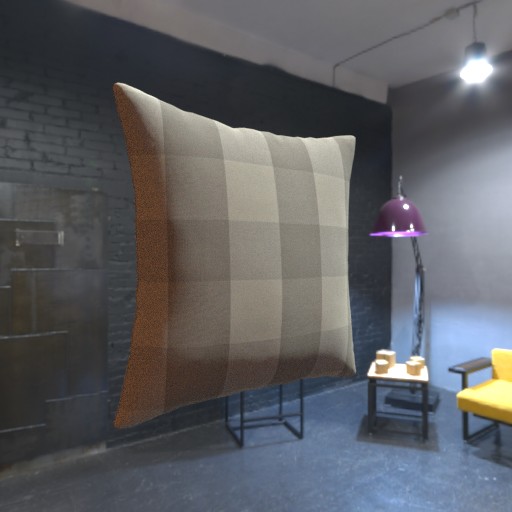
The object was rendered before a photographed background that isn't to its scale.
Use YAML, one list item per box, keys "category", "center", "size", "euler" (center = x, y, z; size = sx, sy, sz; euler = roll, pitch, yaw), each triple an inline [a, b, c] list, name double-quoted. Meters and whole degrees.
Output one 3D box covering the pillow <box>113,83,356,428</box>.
- category: "pillow"
  center: [0.000, 0.000, 0.796]
  size: [0.511, 0.509, 0.161]
  euler: [0, 0, -35]
